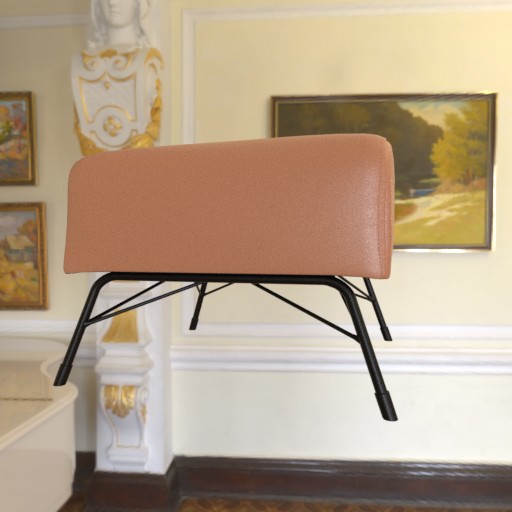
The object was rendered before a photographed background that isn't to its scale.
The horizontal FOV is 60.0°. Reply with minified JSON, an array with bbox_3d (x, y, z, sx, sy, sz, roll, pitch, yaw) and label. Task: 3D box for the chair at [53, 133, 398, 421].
[{"bbox_3d":[0.000,0.000,0.885,0.530,0.410,0.530,0,1,16],"label":"chair"}]
